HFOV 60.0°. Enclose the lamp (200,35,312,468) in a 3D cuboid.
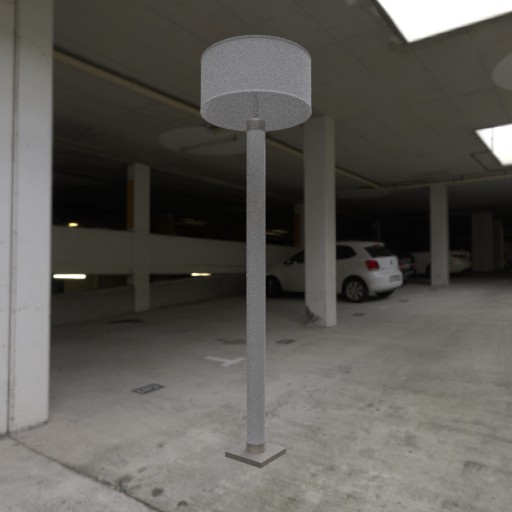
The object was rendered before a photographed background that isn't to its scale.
[{"bbox_3d":[0.000,0.000,1.659,0.420,1.475,0.420,-1,-2,37],"label":"lamp"}]
